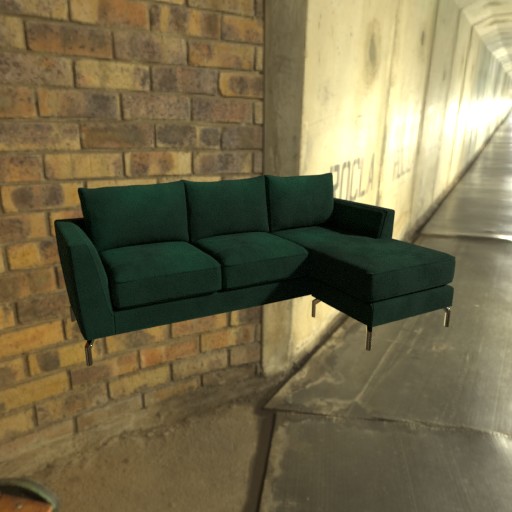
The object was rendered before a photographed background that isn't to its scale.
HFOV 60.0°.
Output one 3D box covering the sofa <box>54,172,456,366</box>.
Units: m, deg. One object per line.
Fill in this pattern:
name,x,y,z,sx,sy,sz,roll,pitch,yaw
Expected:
sofa,0.000,0.000,3.112,2.441,1.007,1.489,-8,18,-27
